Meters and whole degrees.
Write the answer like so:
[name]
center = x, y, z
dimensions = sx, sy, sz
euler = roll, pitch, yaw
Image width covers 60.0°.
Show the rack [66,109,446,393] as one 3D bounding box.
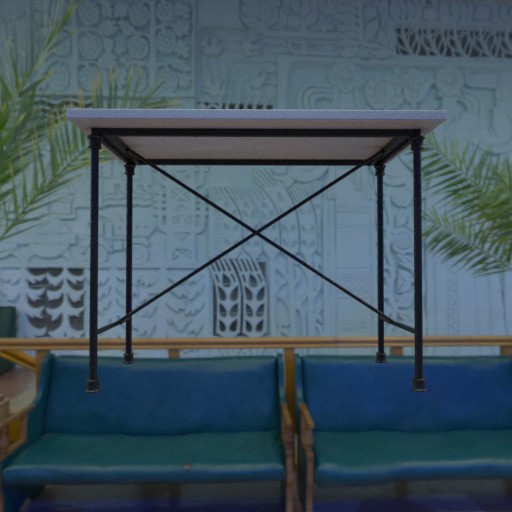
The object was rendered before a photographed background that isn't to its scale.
[rack]
center = 0.000, 0.000, 1.646
dimensions = 1.159, 0.880, 0.613
euler = 0, -1, -1
